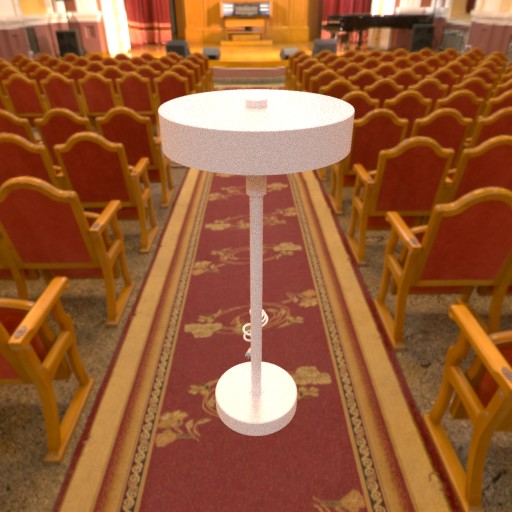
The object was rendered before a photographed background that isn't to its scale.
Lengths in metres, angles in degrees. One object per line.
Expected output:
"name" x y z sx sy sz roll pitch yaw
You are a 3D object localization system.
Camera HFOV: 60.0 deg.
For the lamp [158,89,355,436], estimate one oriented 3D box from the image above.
"lamp" 0.000 0.000 0.708 0.229 0.508 0.369 0 30 0
